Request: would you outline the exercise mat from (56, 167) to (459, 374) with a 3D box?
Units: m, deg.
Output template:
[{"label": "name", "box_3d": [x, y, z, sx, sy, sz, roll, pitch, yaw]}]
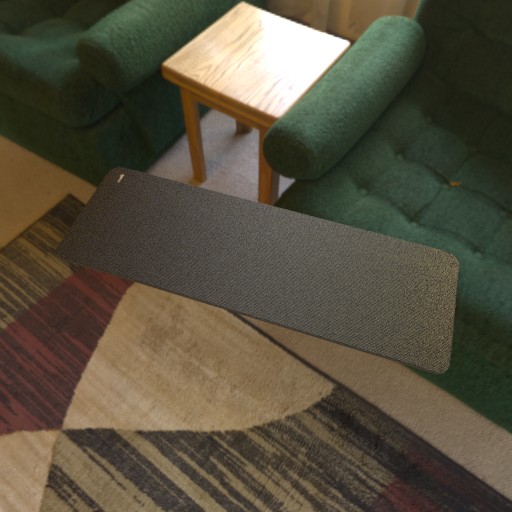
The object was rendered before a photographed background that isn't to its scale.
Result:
[{"label": "exercise mat", "box_3d": [0.000, 0.000, 2.129, 1.869, 0.021, 0.616, 16, 60, 9]}]
